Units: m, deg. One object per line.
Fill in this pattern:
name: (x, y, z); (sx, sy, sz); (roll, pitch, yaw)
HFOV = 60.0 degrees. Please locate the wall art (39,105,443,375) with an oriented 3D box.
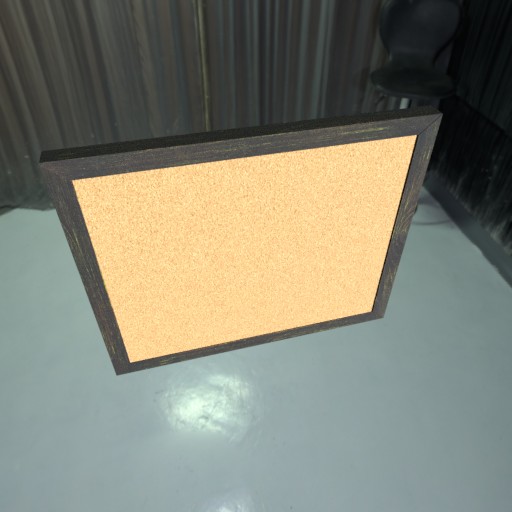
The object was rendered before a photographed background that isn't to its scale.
wall art: (0.000, 0.000, 0.759); (0.558, 0.457, 0.032); (-10, 43, -11)
